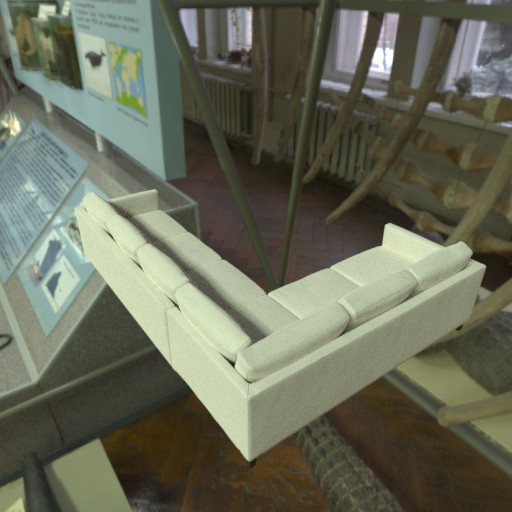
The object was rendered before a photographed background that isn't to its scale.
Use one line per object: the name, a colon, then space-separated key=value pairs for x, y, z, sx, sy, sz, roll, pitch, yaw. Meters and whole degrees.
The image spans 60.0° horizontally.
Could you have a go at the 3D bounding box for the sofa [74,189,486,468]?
sofa: x=0.000 y=0.000 z=4.278 sx=2.432 sy=0.863 sz=3.182 roll=-20 pitch=36 yaw=-30
